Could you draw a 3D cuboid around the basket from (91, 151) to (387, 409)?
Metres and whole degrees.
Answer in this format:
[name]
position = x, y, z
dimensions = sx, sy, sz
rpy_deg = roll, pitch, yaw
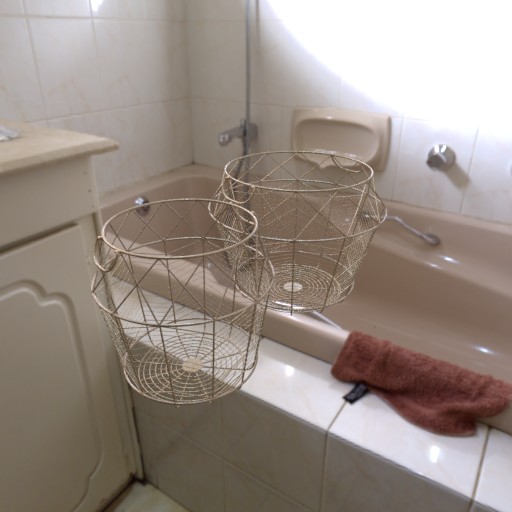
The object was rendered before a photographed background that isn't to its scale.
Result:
[basket]
position = 0.000, 0.000, 1.041
dimensions = 0.451, 0.343, 0.805
rpy_deg = 18, 31, 32
